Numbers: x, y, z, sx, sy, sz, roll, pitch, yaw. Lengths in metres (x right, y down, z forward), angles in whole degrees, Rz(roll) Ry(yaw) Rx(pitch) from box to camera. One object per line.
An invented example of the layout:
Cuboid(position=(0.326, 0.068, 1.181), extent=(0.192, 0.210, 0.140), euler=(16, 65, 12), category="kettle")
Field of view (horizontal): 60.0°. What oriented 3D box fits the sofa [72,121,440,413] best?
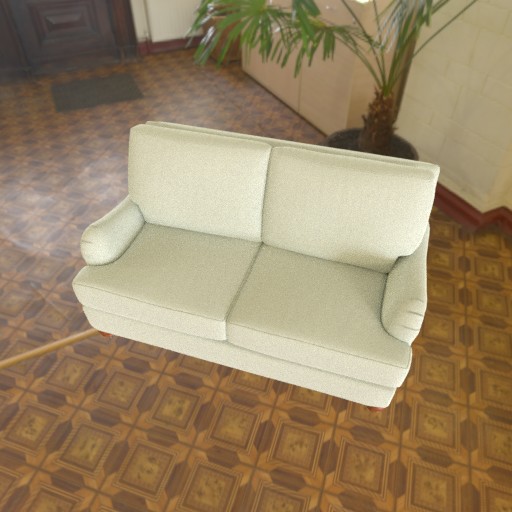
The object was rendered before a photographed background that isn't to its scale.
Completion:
Cuboid(position=(0.000, 0.000, 2.565), extent=(1.853, 1.101, 1.084), euler=(12, 45, 13), category="sofa")
